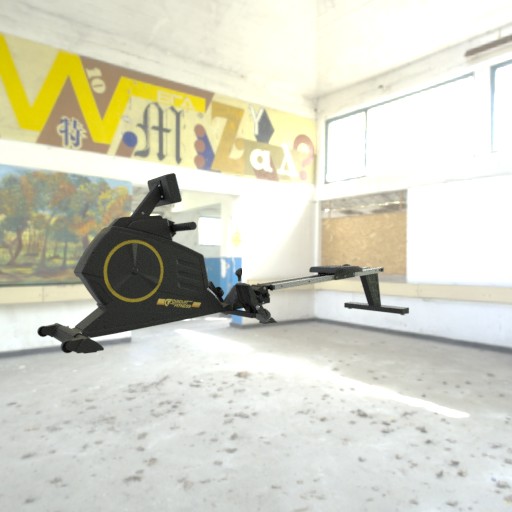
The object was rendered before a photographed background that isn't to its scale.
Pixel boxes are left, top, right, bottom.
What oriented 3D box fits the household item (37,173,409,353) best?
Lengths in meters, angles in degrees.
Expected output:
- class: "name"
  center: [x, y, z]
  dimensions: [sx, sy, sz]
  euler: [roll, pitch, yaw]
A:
- class: "household item"
  center: [0.000, 0.000, 2.598]
  dimensions: [2.251, 0.810, 0.521]
  euler: [0, 0, -37]
